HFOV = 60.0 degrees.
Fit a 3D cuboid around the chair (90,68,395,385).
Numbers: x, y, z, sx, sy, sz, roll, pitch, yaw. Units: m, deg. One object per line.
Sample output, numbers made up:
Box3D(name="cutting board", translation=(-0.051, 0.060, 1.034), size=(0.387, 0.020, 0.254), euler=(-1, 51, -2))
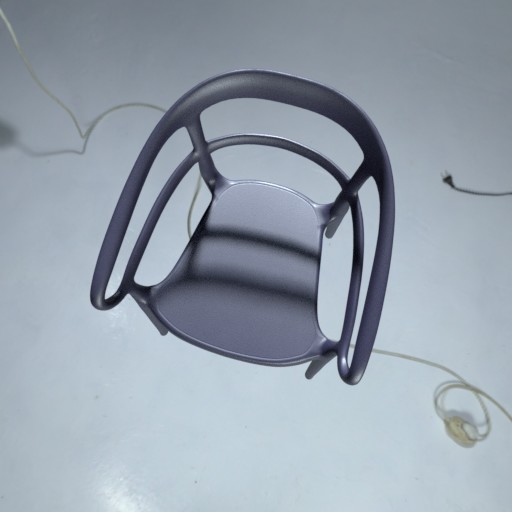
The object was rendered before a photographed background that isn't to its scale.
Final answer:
Box3D(name="chair", translation=(0.000, 0.000, 1.136), size=(0.559, 0.761, 0.527), euler=(16, 76, 4))
